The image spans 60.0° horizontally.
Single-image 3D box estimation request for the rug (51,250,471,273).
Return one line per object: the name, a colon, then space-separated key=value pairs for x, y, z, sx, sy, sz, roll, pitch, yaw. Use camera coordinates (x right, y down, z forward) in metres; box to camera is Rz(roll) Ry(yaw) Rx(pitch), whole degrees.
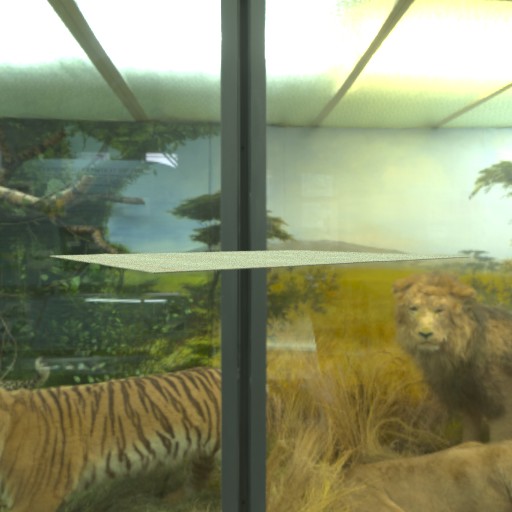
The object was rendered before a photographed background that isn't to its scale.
rug: x=0.000 y=0.000 z=4.105 sx=3.051 sy=0.021 sz=2.448 roll=-2 pitch=3 yaw=-36
